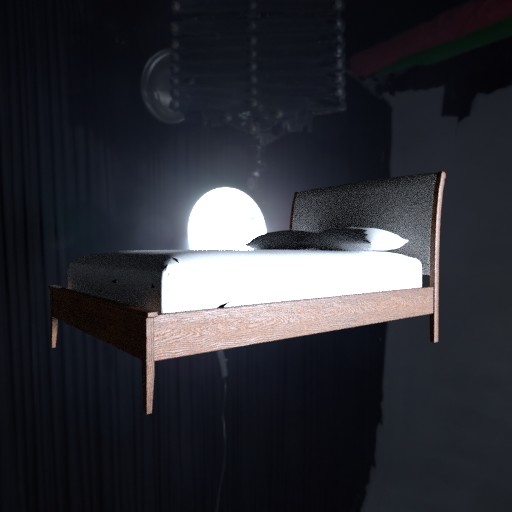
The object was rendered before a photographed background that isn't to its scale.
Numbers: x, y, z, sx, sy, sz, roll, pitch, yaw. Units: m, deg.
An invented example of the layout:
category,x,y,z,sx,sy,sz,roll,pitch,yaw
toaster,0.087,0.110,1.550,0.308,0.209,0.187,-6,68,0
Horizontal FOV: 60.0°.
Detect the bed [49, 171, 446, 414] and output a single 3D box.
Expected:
category,x,y,z,sx,sy,sz,roll,pitch,yaw
bed,0.000,0.000,3.161,2.380,1.250,1.612,-1,2,-38
